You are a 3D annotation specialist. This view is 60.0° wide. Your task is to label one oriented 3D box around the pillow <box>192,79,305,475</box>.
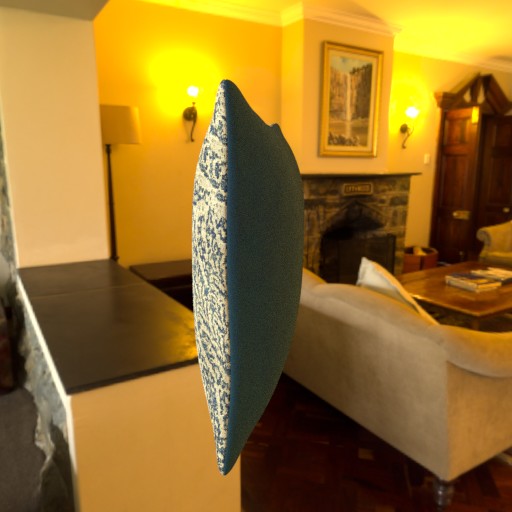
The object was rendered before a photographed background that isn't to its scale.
[{"bbox_3d":[0.000,0.000,0.802,0.166,0.510,0.523,2,11,9],"label":"pillow"}]
